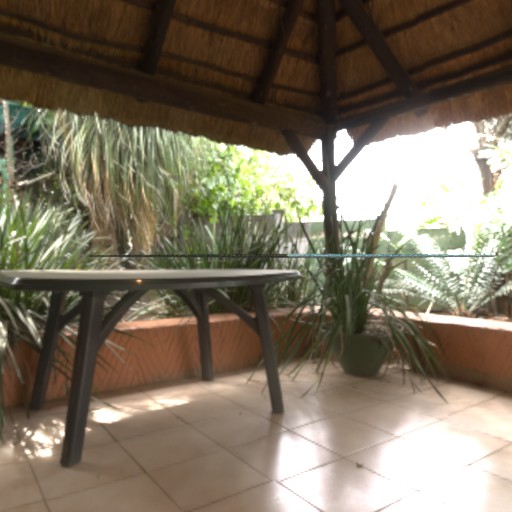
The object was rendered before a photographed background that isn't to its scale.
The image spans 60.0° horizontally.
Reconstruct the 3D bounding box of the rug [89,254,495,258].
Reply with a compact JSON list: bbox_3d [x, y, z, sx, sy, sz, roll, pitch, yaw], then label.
[{"bbox_3d":[0.000,0.000,3.004,1.524,0.015,2.438,0,0,-36],"label":"rug"}]
